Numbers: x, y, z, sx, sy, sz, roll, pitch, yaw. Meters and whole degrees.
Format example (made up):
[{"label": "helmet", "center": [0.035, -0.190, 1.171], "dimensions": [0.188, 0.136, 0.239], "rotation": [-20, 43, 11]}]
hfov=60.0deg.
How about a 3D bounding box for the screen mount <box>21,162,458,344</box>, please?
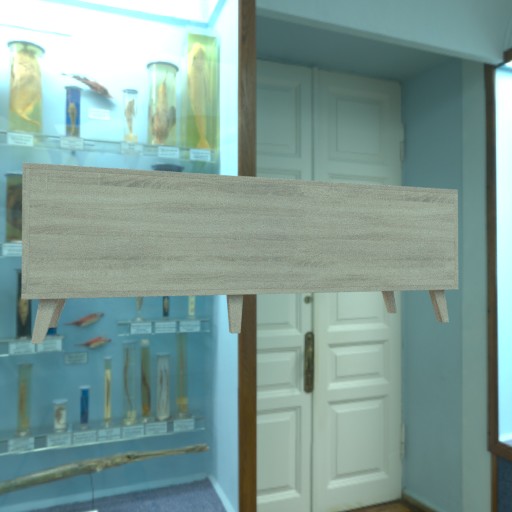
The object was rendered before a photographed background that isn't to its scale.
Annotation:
[{"label": "screen mount", "center": [0.000, 0.000, 1.654], "dimensions": [1.500, 0.510, 0.400], "rotation": [0, -1, -18]}]
